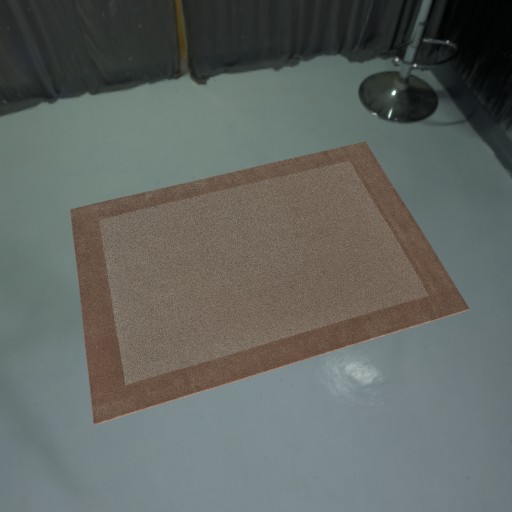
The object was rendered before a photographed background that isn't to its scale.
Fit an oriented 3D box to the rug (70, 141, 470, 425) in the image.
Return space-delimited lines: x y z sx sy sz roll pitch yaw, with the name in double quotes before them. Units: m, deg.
"rug" 0.000 0.000 2.347 1.829 0.014 1.219 -15 59 -9
